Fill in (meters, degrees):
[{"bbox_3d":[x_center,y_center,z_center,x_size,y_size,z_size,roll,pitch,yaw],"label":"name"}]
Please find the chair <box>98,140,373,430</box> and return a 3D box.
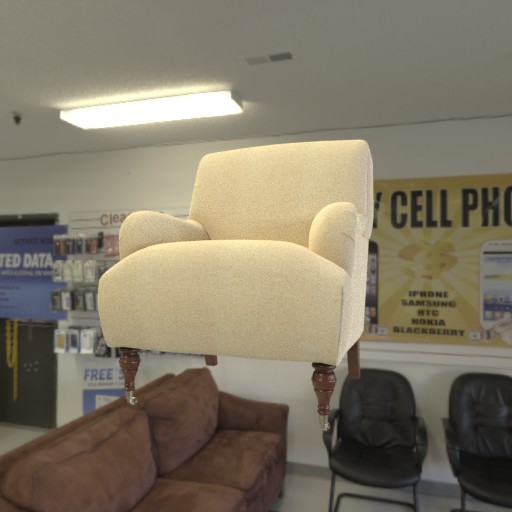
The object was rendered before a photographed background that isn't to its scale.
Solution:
[{"bbox_3d":[0.000,0.000,1.573,0.766,0.944,0.842,0,-1,20],"label":"chair"}]
